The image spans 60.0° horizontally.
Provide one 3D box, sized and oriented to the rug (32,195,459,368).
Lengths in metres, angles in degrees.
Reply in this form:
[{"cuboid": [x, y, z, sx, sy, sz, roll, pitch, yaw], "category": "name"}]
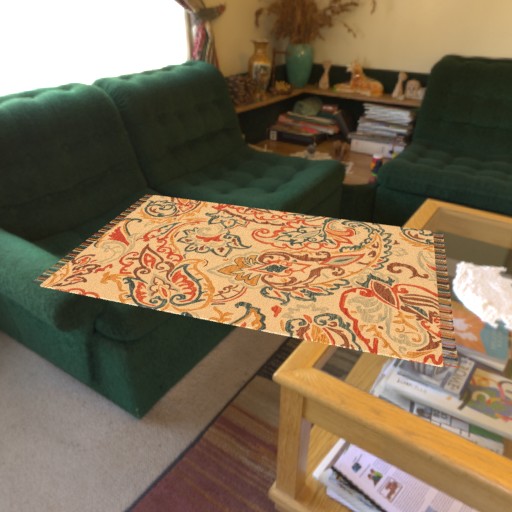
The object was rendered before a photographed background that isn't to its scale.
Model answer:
[{"cuboid": [0.000, 0.000, 3.160, 2.584, 0.010, 1.523, 9, 32, 15], "category": "rug"}]
